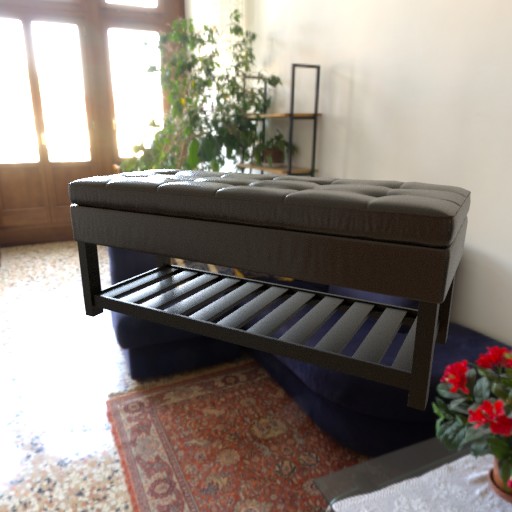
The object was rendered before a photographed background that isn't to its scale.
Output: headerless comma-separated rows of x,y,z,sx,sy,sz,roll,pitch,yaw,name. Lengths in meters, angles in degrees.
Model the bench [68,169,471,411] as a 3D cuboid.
0.000,0.000,1.333,1.105,0.460,0.432,9,18,28,bench
